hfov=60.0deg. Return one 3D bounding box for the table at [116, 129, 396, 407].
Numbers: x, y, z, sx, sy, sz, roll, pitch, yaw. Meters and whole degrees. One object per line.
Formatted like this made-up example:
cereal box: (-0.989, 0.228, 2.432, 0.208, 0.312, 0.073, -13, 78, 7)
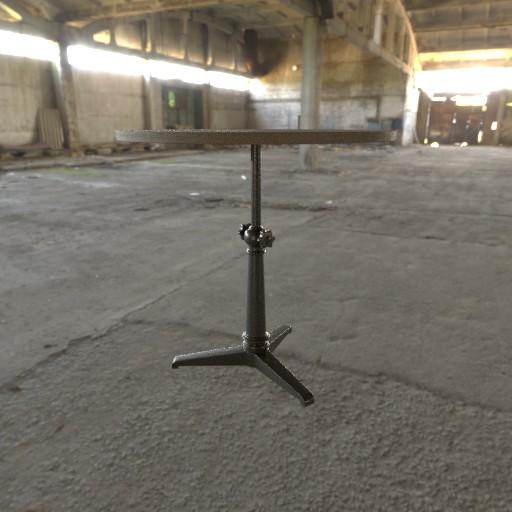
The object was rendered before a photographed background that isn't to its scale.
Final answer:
table: (0.000, 0.000, 1.430, 0.800, 0.780, 0.800, 0, 16, 0)
